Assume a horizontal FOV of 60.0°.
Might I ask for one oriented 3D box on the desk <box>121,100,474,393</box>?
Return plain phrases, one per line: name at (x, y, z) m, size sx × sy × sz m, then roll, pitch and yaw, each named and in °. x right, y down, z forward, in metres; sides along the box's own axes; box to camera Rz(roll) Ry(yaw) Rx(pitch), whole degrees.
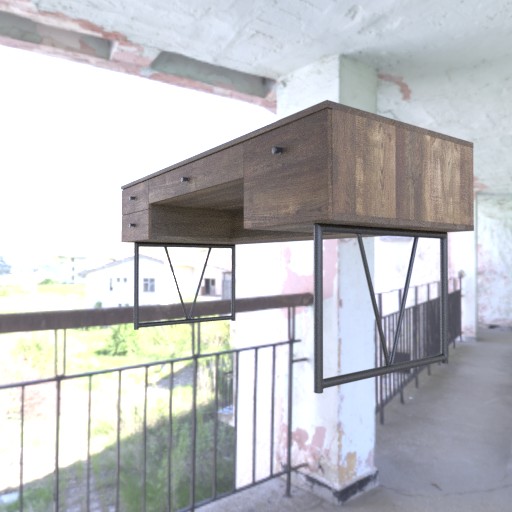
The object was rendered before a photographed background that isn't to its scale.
desk at (0.000, 0.000, 1.986) m, size 0.730 × 0.780 × 1.600 m, roll 1°, pitch -1°, yaw -35°
